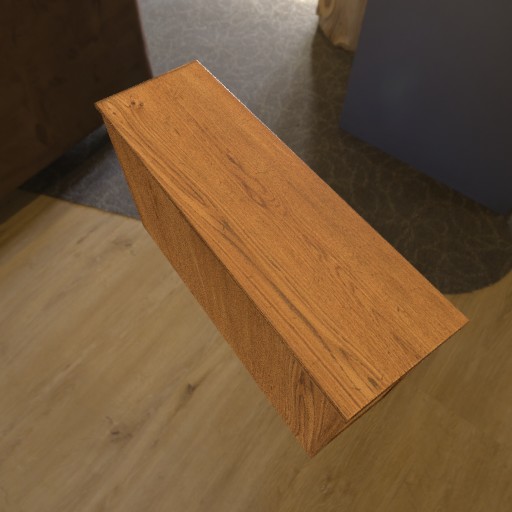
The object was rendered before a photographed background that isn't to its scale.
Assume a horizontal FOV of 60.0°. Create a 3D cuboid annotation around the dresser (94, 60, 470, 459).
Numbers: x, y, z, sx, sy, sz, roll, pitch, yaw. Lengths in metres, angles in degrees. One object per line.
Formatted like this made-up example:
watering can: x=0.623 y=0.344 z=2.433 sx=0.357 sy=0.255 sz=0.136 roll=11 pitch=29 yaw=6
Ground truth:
dresser: x=0.000 y=0.000 z=2.086 sx=0.563 sy=0.932 sz=1.657 roll=-32 pitch=64 yaw=-18
